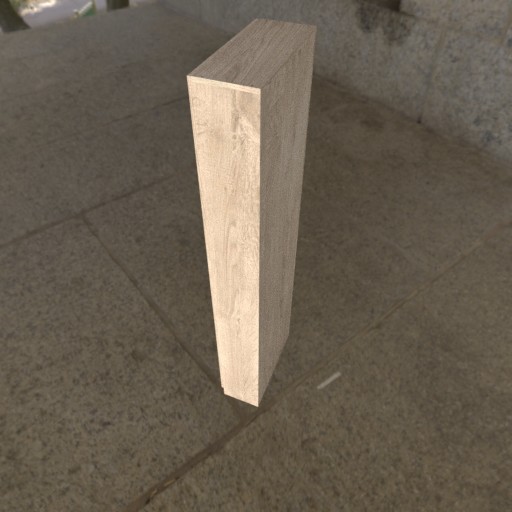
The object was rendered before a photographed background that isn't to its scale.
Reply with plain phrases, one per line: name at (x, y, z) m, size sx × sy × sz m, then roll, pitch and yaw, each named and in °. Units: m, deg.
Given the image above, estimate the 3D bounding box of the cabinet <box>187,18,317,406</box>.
cabinet at (0.000, 0.000, 1.975) m, size 0.230 × 1.790 × 0.500 m, roll 16°, pitch 48°, yaw 15°
